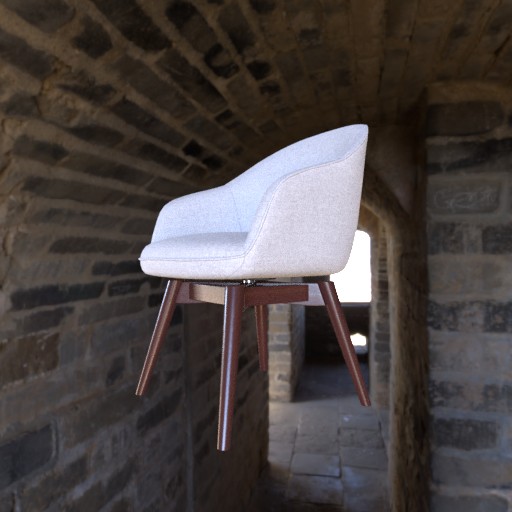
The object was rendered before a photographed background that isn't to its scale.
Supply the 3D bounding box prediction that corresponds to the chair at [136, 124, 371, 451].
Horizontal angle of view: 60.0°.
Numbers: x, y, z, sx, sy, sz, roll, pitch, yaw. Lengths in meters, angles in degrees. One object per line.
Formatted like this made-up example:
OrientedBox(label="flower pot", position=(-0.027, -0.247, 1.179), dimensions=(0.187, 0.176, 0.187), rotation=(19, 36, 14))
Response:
OrientedBox(label="chair", position=(0.000, 0.000, 1.289), dimensions=(0.635, 0.823, 0.596), rotation=(0, 0, -36))
